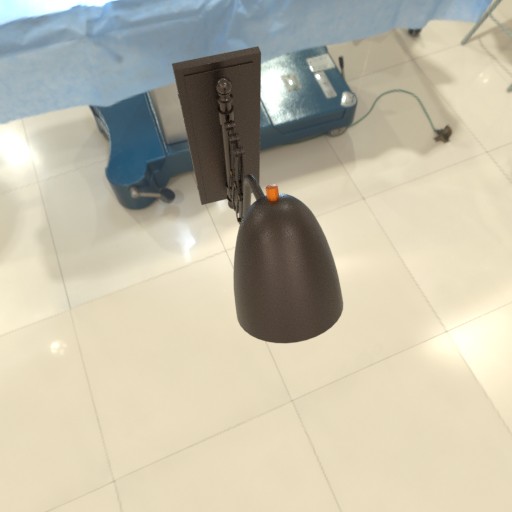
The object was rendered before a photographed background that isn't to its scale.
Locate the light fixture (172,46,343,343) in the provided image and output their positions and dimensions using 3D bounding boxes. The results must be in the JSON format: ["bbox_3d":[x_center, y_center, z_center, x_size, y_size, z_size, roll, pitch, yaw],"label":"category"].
[{"bbox_3d":[0.000,0.000,0.921,0.162,0.715,0.499,-15,65,-7],"label":"light fixture"}]
